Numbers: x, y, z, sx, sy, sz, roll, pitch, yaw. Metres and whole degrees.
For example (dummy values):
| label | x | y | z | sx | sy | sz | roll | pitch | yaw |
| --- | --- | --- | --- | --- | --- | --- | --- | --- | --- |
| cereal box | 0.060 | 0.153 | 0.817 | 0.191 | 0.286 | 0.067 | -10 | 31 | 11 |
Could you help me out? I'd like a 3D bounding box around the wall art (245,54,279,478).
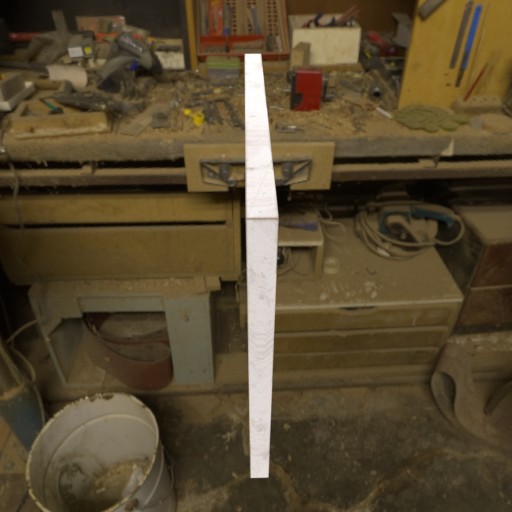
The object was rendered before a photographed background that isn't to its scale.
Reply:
| label | x | y | z | sx | sy | sz | roll | pitch | yaw |
| --- | --- | --- | --- | --- | --- | --- | --- | --- | --- |
| wall art | 0.000 | 0.000 | 0.747 | 0.029 | 0.506 | 0.508 | -1 | 40 | -1 |
